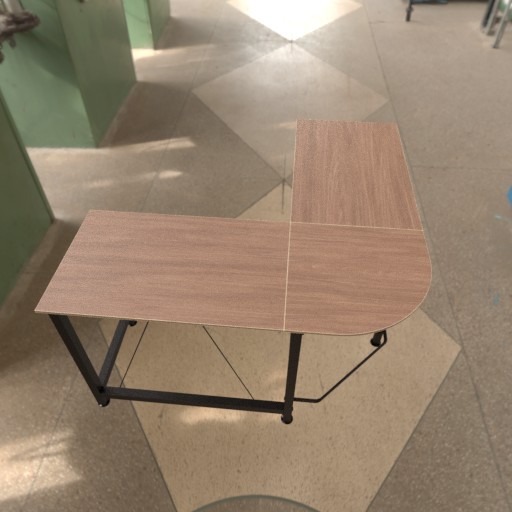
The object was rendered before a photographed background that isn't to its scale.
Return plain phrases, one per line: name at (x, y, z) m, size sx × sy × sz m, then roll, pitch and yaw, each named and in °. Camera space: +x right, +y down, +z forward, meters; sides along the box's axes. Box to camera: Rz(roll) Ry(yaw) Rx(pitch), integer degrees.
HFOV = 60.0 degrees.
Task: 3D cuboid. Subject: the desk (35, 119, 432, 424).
desk at (0.000, 0.000, 2.238) m, size 1.400 × 0.762 × 1.400 m, roll 4°, pitch 46°, yaw 4°
